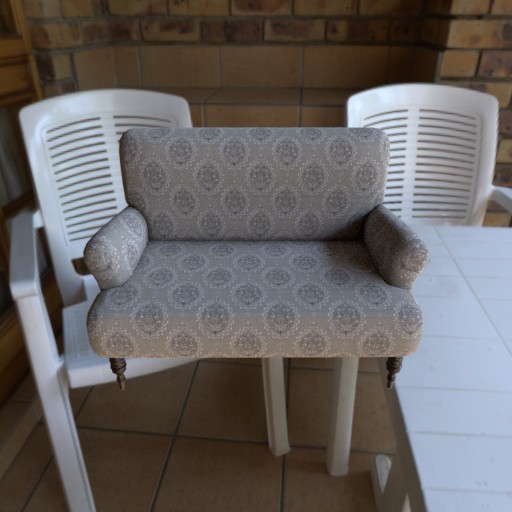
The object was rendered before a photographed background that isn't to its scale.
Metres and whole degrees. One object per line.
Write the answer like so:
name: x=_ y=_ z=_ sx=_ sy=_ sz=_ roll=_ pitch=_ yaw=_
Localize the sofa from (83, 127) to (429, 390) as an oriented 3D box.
sofa: x=0.000 y=0.000 z=1.845 sx=1.297 sy=0.889 sz=0.779 roll=0 pitch=29 yaw=0
